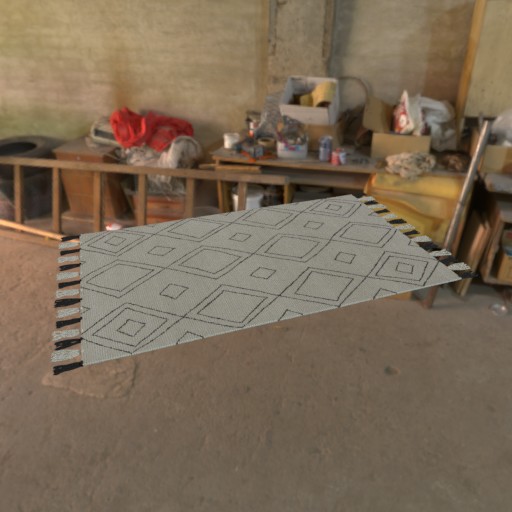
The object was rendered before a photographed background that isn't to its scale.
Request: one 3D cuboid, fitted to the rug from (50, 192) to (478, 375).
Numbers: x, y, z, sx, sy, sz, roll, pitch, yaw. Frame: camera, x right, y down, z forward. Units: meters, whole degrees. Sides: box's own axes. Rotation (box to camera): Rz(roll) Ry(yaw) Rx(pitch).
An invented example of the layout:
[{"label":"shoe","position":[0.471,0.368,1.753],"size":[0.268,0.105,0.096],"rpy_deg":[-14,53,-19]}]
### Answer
[{"label":"rug","position":[0.000,0.000,3.245],"size":[2.755,0.021,1.524],"rpy_deg":[-10,33,-16]}]
